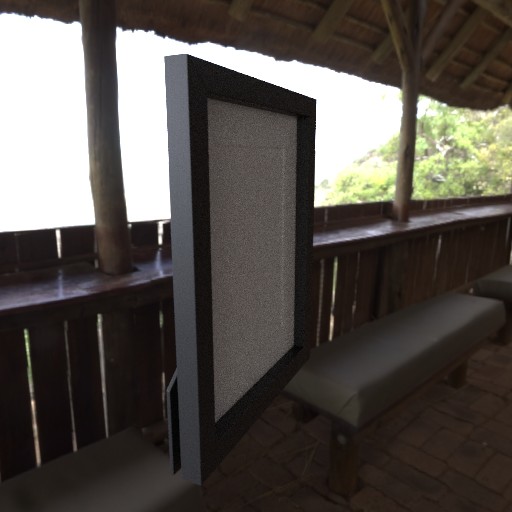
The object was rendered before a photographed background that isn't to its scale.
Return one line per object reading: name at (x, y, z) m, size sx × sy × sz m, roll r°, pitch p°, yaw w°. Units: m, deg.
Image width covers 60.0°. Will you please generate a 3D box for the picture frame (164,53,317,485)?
picture frame at (0.000, 0.000, 0.521) m, size 0.036 × 0.383 × 0.307 m, roll 6°, pitch 14°, yaw 26°
